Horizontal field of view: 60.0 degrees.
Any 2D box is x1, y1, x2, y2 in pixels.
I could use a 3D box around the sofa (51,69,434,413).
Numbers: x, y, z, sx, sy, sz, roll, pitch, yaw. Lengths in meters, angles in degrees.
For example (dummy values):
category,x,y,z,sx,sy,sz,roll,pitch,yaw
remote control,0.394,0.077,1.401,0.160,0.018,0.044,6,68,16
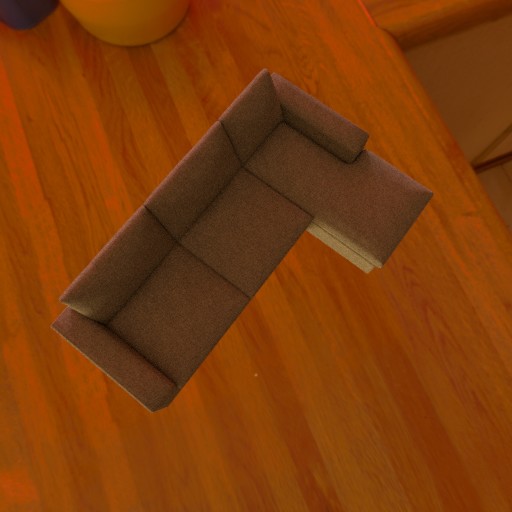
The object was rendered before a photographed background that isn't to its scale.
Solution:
category,x,y,z,sx,sy,sz,roll,pitch,yaw
sofa,0.000,0.000,3.478,1.689,0.940,2.718,37,78,9
